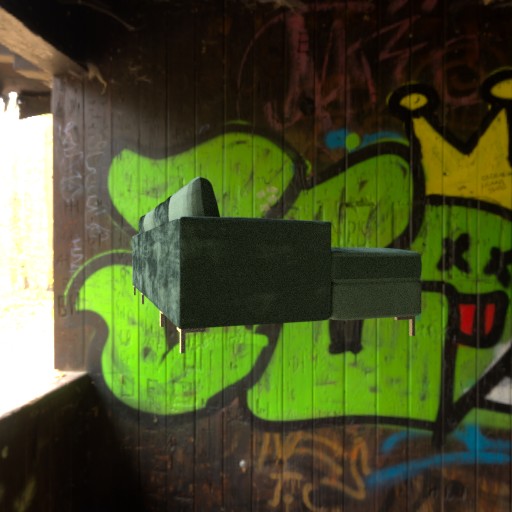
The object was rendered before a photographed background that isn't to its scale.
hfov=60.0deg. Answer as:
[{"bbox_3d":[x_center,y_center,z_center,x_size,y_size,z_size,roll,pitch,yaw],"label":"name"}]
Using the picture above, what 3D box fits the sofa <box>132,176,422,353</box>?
[{"bbox_3d":[0.000,0.000,4.252,2.055,0.992,3.434,0,1,-20],"label":"sofa"}]
